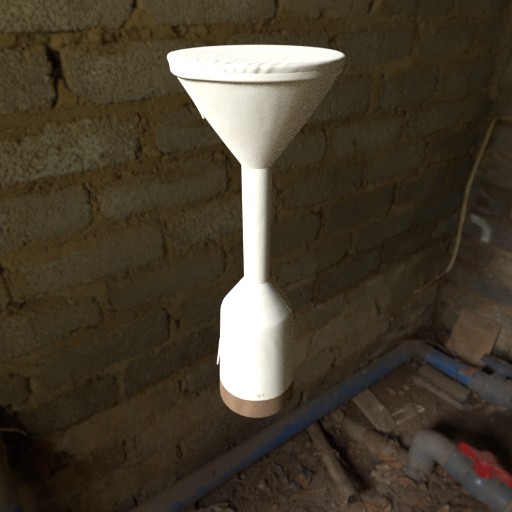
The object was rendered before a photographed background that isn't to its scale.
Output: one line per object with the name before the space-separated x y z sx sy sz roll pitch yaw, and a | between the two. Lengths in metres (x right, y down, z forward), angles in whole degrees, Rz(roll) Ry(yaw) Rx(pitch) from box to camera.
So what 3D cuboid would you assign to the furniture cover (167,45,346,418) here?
furniture cover | 0.000 0.000 2.880 0.914 2.413 0.914 7 31 13
